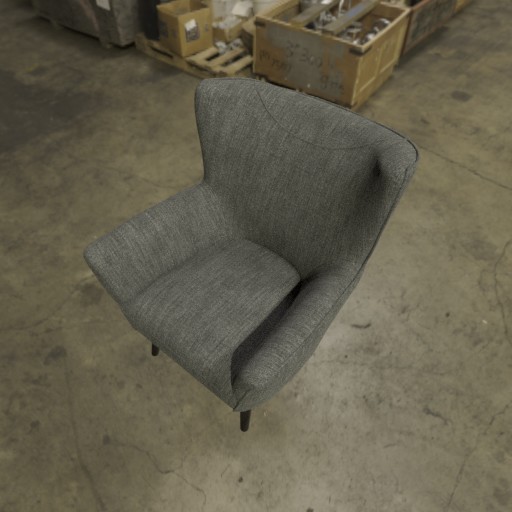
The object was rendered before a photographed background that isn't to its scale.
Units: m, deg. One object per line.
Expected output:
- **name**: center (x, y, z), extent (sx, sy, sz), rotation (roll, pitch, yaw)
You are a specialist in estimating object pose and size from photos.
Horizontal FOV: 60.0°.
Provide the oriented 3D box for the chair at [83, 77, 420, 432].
- **chair**: center (0.000, 0.000, 1.581), extent (0.781, 0.933, 0.888), rotation (31, 55, 25)
